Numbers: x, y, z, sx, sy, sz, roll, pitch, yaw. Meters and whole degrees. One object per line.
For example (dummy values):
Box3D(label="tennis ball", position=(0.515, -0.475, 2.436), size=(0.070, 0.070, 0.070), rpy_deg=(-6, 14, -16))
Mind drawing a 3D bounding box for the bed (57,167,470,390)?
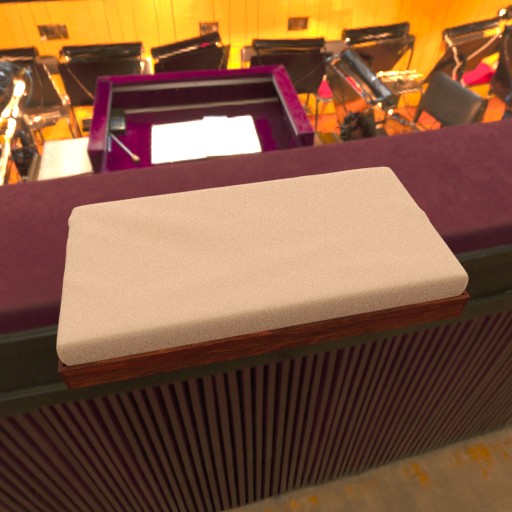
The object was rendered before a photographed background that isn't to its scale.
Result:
Box3D(label="bed", position=(0.000, 0.000, 2.260), size=(1.860, 0.312, 0.940), rpy_deg=(-9, 47, -8))
